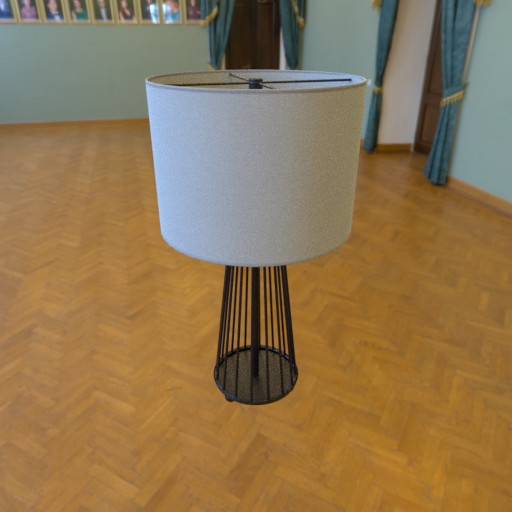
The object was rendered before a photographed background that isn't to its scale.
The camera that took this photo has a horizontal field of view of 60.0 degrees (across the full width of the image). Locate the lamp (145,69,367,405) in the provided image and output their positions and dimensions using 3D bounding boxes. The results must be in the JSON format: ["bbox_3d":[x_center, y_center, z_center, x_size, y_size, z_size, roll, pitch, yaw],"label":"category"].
[{"bbox_3d":[0.000,0.000,0.791,0.322,0.593,0.322,-8,28,-15],"label":"lamp"}]
